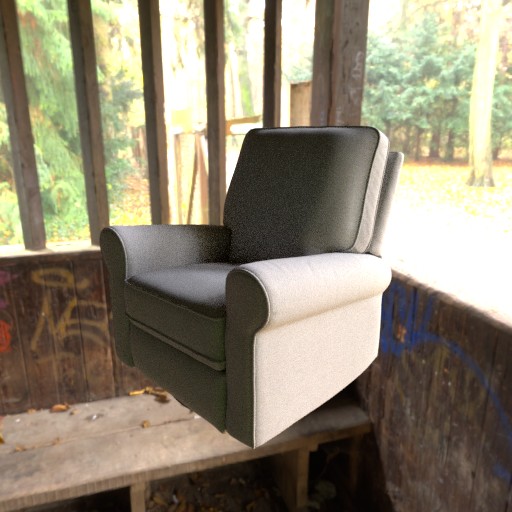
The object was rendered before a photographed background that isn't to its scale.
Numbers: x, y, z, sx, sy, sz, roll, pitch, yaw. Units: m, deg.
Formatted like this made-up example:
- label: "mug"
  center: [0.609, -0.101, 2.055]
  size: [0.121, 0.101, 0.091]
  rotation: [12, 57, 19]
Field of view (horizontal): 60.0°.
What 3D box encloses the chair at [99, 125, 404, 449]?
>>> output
- label: "chair"
  center: [0.000, 0.000, 1.700]
  size: [0.890, 0.960, 0.878]
  rotation: [15, 22, 42]
